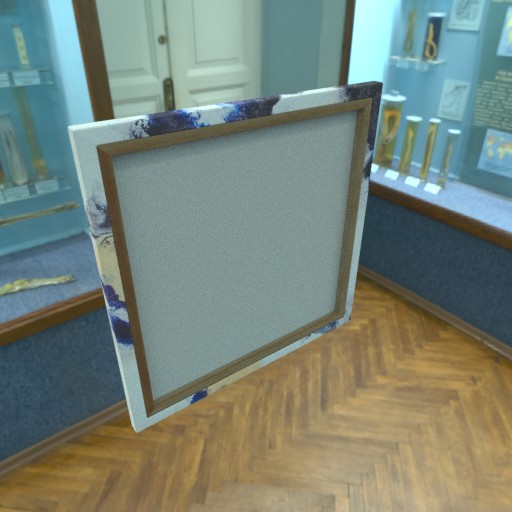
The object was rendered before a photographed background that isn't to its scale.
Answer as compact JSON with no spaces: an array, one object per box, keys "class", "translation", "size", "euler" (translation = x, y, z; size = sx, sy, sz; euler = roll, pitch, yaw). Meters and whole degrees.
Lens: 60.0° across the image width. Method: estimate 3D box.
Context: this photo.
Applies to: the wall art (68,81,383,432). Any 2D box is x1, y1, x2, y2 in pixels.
[{"class":"wall art","translation":[0.000,0.000,1.306],"size":[0.887,0.885,0.038],"euler":[-20,36,-30]}]
